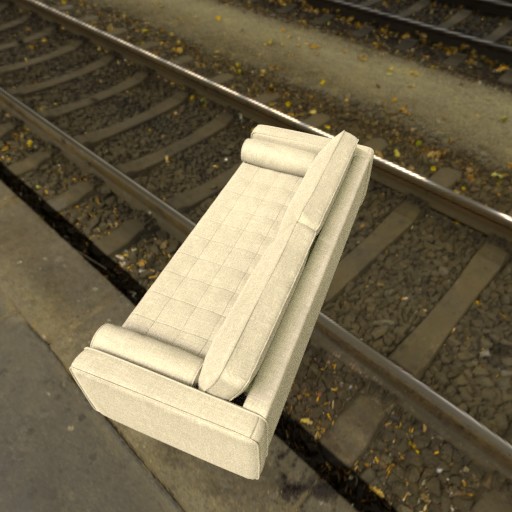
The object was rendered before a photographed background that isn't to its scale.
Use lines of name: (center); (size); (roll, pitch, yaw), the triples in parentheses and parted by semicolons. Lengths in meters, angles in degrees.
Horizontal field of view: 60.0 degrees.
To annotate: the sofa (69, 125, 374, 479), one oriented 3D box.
sofa: (0.000, 0.000, 2.634); (0.914, 0.762, 2.211); (16, 49, 15)
